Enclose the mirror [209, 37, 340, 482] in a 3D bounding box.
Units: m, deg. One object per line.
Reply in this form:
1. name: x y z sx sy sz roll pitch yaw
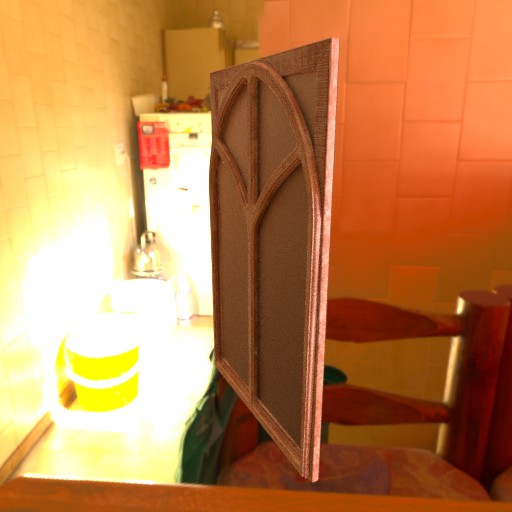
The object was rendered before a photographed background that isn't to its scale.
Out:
1. mirror: 0.000 0.000 0.961 0.058 0.787 0.495 -8 18 -25
